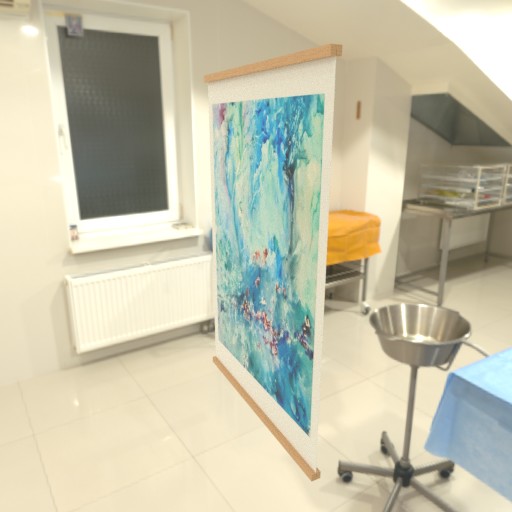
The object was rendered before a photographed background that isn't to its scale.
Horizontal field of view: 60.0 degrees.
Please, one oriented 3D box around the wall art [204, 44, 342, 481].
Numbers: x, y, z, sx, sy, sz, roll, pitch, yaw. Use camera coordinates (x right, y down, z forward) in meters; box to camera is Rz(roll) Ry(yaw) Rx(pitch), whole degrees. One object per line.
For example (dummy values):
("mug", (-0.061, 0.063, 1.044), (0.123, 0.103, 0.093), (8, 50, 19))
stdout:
("wall art", (0.000, 0.000, 0.638), (0.013, 0.510, 0.335), (-8, 19, -26))
